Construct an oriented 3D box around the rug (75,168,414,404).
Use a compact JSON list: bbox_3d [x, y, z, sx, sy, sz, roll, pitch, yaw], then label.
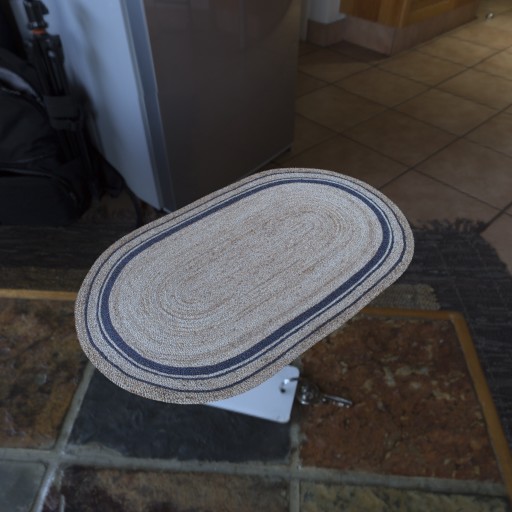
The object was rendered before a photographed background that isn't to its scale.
[{"bbox_3d":[0.000,0.000,2.997,2.432,0.006,1.520,-31,52,-27],"label":"rug"}]
